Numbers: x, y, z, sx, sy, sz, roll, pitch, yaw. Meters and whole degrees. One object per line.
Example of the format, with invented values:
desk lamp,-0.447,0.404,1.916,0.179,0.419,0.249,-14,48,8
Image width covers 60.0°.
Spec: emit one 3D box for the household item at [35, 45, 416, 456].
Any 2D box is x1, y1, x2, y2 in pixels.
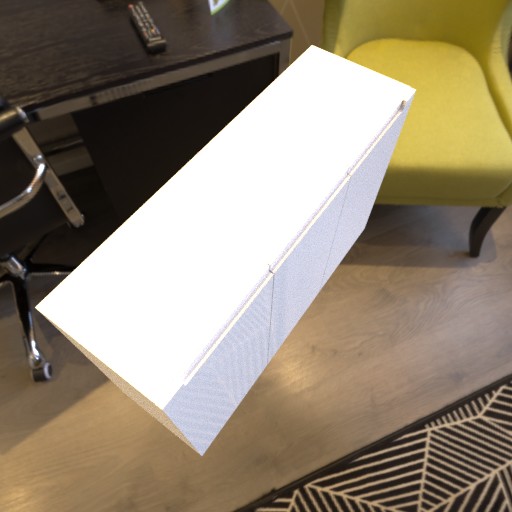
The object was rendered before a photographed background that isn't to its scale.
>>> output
household item,0.000,0.000,1.681,0.420,0.867,1.300,32,64,17
